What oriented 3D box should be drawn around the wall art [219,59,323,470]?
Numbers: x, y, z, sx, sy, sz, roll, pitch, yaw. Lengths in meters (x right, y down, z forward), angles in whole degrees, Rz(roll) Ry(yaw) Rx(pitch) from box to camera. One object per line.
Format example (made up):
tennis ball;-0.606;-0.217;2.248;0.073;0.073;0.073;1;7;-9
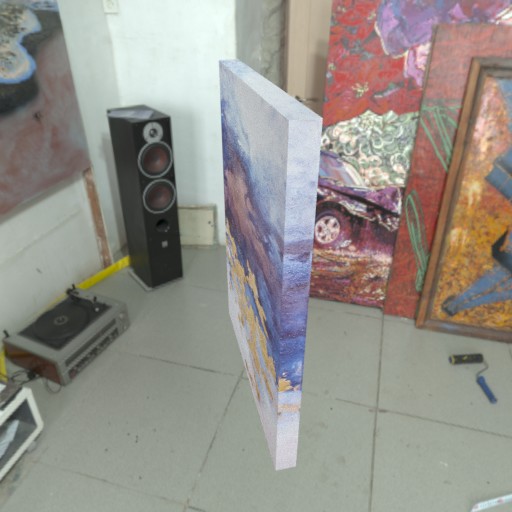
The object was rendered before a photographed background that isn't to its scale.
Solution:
wall art;0.000;0.000;0.778;0.036;0.581;0.437;-7;32;-11
